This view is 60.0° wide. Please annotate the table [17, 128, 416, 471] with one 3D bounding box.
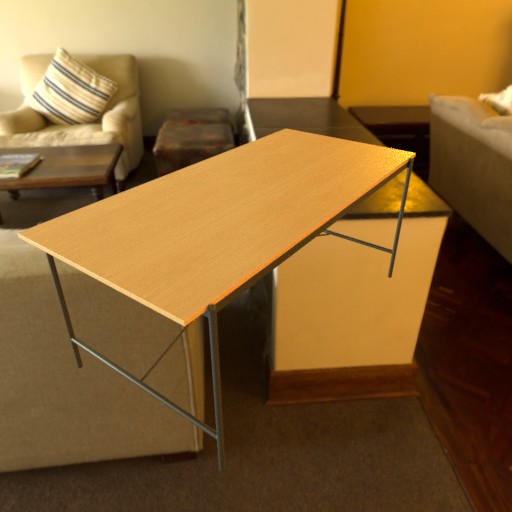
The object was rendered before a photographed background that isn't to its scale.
[{"bbox_3d":[0.000,0.000,2.227,0.900,0.758,1.800,21,37,31],"label":"table"}]
